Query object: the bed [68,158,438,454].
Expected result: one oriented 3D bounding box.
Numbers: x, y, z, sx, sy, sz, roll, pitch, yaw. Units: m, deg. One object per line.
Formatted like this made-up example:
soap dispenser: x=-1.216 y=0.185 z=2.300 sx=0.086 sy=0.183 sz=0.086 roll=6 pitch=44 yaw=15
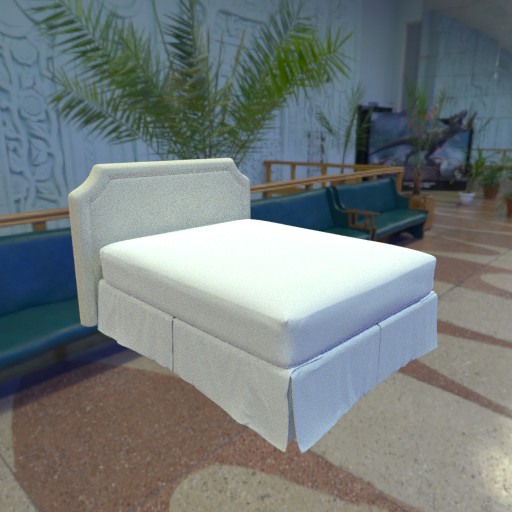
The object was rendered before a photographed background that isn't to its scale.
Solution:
bed: x=0.000 y=0.000 z=3.279 sx=1.827 sy=1.296 sz=2.209 roll=-15 pitch=21 yaw=-43
